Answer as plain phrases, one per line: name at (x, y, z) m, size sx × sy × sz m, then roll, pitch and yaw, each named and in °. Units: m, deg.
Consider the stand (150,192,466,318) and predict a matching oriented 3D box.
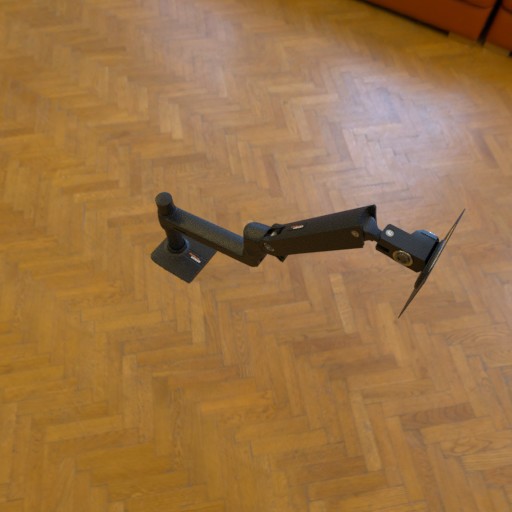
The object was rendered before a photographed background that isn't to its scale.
stand at (0.000, 0.000, 1.019) m, size 0.650 × 0.713 × 0.152 m, roll 31°, pitch 64°, yaw 17°
